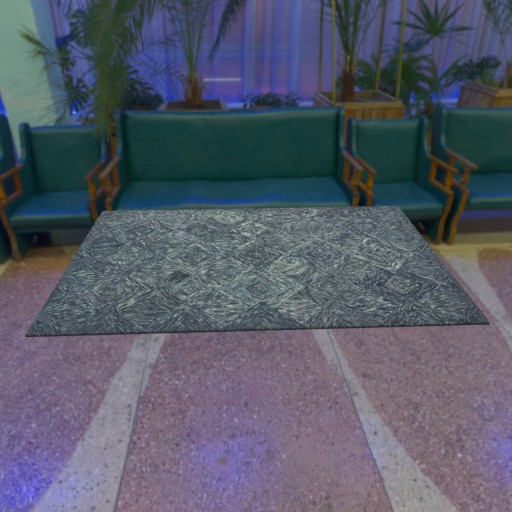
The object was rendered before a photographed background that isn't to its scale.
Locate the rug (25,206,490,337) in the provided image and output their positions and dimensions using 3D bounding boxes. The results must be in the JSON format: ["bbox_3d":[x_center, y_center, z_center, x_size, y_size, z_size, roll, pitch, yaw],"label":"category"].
[{"bbox_3d":[0.000,0.000,2.854,2.330,0.017,1.478,-1,30,-2],"label":"rug"}]
